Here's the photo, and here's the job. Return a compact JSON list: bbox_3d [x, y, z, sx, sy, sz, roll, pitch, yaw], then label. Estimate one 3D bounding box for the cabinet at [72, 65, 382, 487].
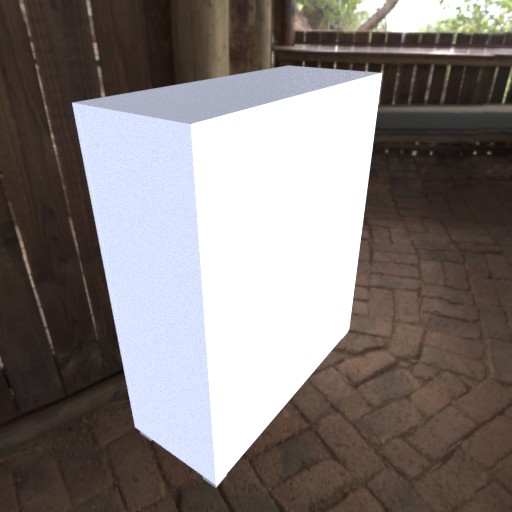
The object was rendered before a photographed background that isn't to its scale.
[{"bbox_3d":[0.000,0.000,1.637,0.400,1.190,1.000,19,35,31],"label":"cabinet"}]
